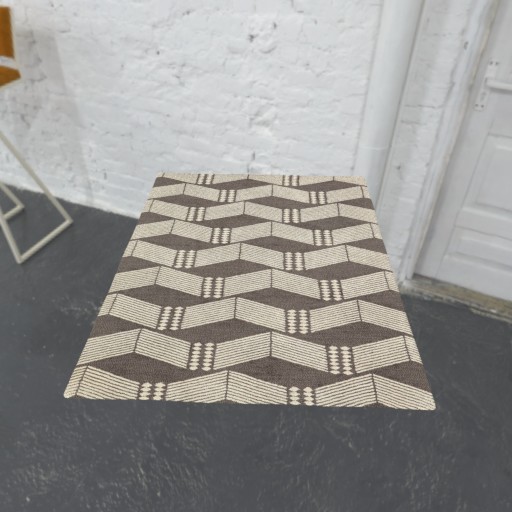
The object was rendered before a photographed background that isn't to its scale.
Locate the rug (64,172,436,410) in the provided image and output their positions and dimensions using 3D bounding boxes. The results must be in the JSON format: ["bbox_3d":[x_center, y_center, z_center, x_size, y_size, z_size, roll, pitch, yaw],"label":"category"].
[{"bbox_3d":[0.000,0.000,4.062,2.438,0.016,3.048,1,39,2],"label":"rug"}]
